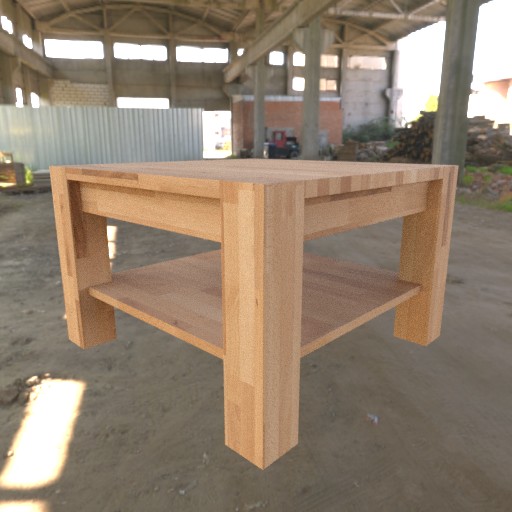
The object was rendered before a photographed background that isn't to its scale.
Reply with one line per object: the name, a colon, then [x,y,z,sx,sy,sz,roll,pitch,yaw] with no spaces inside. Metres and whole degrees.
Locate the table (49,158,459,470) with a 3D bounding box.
table: [0.000,0.000,1.126,0.700,0.451,0.700,13,19,42]
